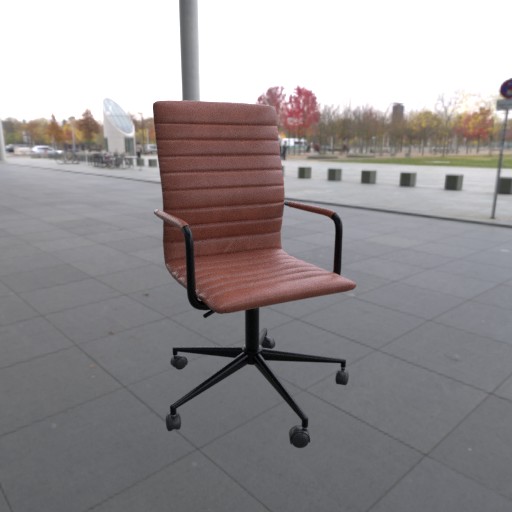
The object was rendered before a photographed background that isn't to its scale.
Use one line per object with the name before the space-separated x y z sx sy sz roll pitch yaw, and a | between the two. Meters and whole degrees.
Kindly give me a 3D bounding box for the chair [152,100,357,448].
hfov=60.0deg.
chair | 0.000 0.000 1.265 0.600 0.878 0.578 -7 16 -26
